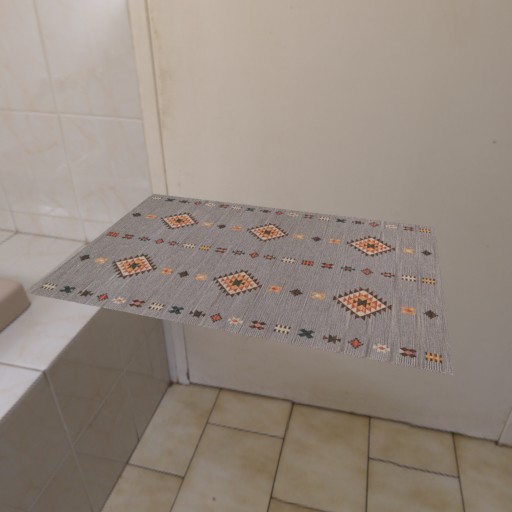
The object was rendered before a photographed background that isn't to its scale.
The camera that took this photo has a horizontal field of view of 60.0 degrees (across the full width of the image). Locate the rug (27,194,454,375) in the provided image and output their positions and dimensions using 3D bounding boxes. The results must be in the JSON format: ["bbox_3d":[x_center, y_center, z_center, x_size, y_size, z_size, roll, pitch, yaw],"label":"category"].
[{"bbox_3d":[0.000,0.000,2.299,1.818,0.005,1.217,8,31,14],"label":"rug"}]
